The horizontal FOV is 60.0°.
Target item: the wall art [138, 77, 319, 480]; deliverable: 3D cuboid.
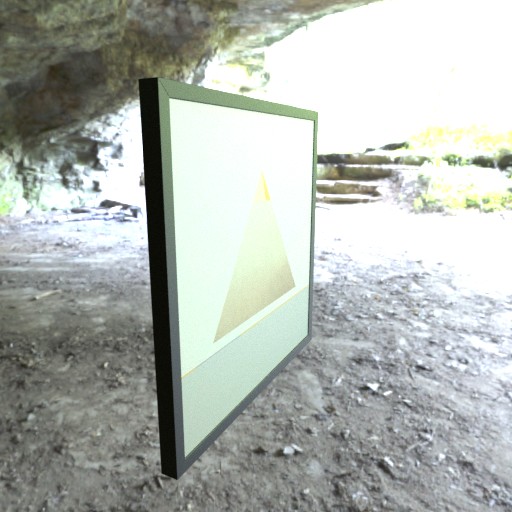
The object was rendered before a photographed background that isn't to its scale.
[{"bbox_3d":[0.000,0.000,0.766,0.028,0.511,0.513,7,15,27],"label":"wall art"}]
